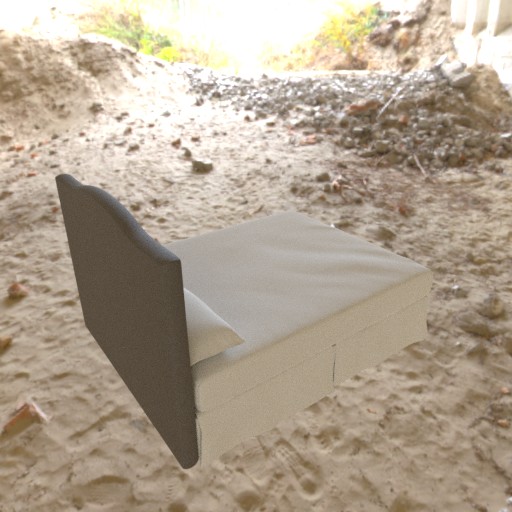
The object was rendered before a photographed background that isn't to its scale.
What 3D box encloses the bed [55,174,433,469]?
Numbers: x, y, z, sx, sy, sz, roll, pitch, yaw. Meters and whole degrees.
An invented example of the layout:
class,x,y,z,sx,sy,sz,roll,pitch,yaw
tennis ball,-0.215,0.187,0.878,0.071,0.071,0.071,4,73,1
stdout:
class,x,y,z,sx,sy,sz,roll,pitch,yaw
bed,0.000,0.000,3.403,2.282,1.436,1.821,-18,32,-32
